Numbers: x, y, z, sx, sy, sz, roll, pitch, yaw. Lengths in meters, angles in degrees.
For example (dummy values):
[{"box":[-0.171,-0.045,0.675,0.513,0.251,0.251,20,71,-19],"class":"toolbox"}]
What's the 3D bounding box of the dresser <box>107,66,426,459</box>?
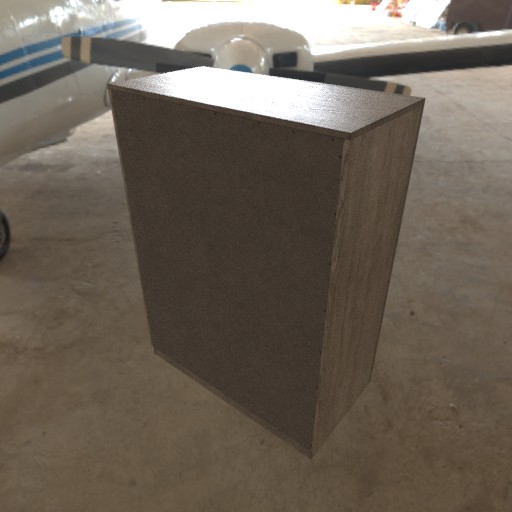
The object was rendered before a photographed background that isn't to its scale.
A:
[{"box":[0.000,0.000,1.813,0.967,1.295,0.483,23,38,32],"class":"dresser"}]
